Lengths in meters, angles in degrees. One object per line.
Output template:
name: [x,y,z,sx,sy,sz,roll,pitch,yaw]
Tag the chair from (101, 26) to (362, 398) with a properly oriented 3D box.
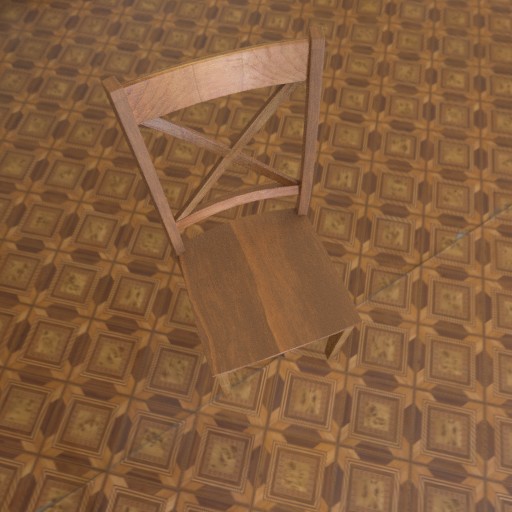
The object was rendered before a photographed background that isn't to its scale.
chair: [0.000,0.000,1.265,0.485,0.983,0.542,-18,65,-9]
